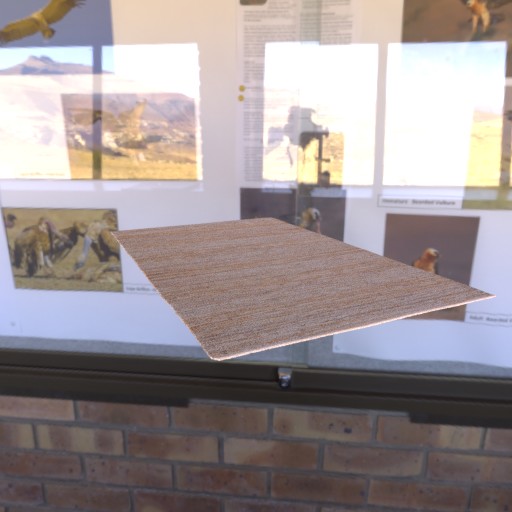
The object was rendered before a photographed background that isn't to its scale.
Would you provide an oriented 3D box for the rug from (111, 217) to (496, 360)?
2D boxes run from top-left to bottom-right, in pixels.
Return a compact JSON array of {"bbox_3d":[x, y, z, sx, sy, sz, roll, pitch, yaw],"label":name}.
[{"bbox_3d":[0.000,0.000,2.978,1.529,0.009,2.446,-7,17,-25],"label":"rug"}]
